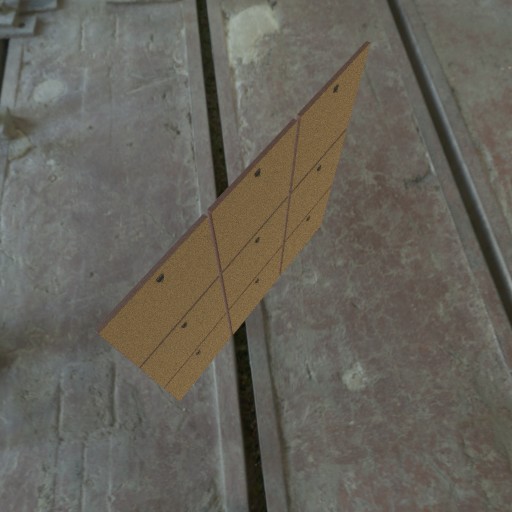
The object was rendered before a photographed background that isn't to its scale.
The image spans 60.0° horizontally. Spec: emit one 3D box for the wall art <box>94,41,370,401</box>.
[{"bbox_3d":[0.000,0.000,1.792,0.024,1.218,1.221,35,69,15],"label":"wall art"}]
